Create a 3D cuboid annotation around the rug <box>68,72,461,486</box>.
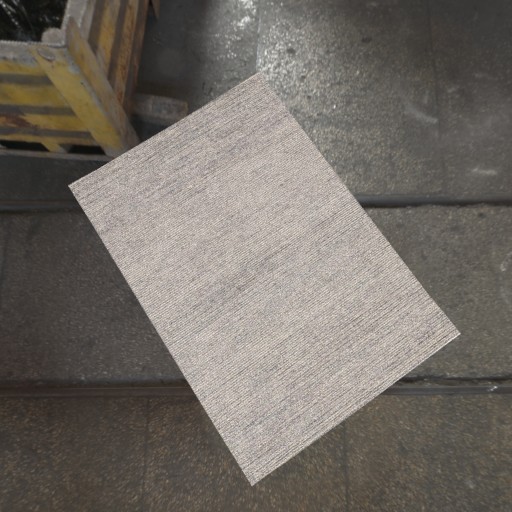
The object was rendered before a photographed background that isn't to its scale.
[{"bbox_3d":[0.000,0.000,2.943,1.604,0.030,2.307,-33,79,-8],"label":"rug"}]
